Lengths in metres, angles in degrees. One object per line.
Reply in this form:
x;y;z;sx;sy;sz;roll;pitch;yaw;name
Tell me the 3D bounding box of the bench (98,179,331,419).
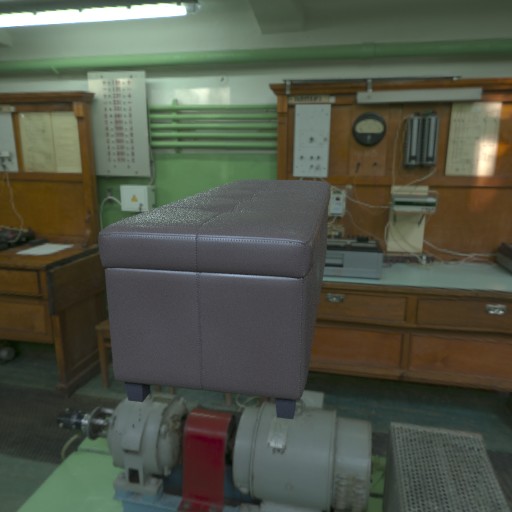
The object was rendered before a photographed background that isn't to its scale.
0.000;0.000;1.474;0.450;0.417;1.219;3;15;11;bench
